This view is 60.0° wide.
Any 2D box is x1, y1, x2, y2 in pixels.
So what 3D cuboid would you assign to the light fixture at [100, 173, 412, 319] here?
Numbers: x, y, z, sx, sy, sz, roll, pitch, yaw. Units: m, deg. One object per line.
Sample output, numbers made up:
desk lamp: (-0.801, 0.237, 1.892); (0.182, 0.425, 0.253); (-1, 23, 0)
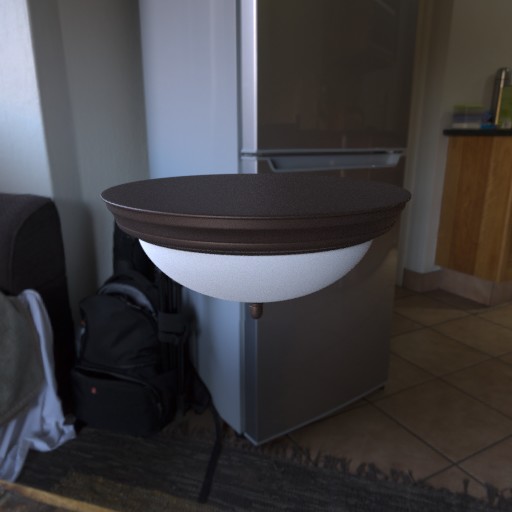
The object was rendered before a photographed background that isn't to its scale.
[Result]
light fixture: (0.000, 0.000, 0.438); (0.280, 0.135, 0.280); (0, 16, 0)
